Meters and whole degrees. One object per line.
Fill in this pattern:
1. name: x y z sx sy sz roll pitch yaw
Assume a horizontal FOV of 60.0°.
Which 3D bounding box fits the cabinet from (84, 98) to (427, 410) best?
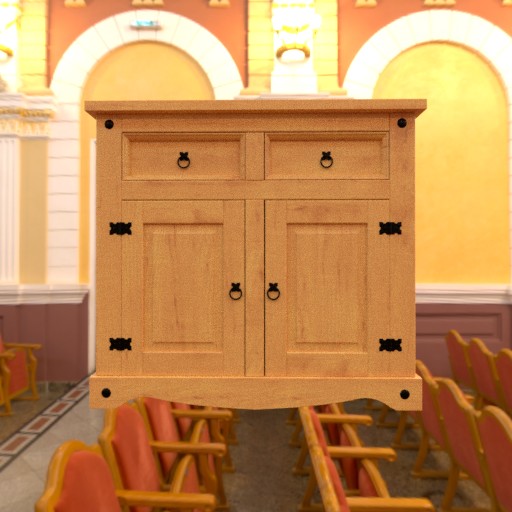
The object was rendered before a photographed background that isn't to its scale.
1. cabinet: 0.000 0.000 1.414 0.920 0.840 0.450 0 0 1
